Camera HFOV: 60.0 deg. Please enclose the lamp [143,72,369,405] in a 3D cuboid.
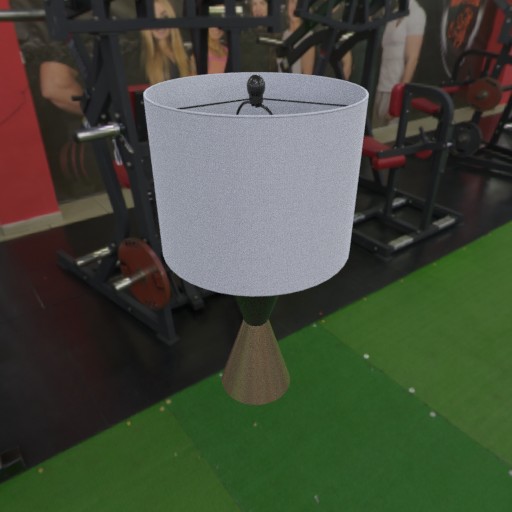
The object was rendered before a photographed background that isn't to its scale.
[{"bbox_3d":[0.000,0.000,0.748,0.304,0.573,0.304,-19,36,-29],"label":"lamp"}]
